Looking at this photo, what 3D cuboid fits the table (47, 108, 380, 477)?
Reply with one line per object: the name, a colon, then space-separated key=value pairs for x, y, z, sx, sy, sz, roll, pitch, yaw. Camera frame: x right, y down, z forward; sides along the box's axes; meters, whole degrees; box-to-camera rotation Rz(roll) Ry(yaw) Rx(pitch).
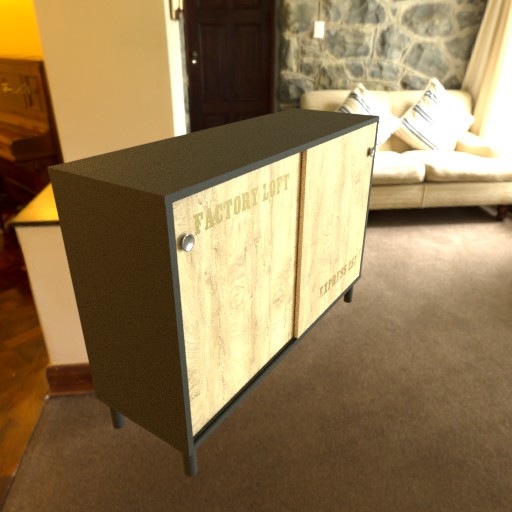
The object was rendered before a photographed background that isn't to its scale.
table: x=0.000 y=0.000 z=1.599 sx=0.400 sy=0.855 sz=1.200 roll=17 pitch=31 yaw=30
